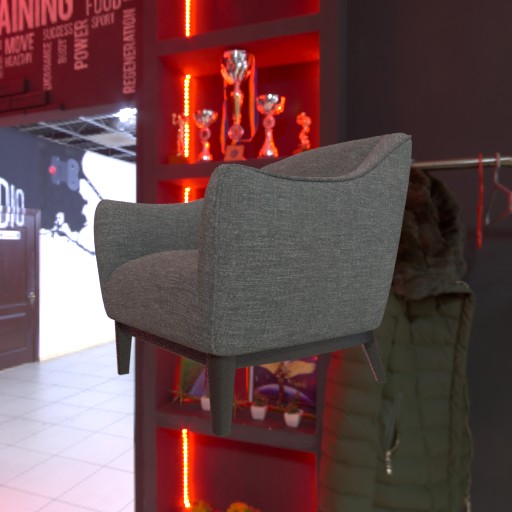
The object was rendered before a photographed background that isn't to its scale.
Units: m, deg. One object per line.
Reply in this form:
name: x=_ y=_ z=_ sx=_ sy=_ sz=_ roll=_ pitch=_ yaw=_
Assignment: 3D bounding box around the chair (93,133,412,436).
chair: x=0.000 y=0.000 z=1.507 sx=0.851 sy=0.829 sz=0.870 roll=0 pitch=1 yaw=-37
